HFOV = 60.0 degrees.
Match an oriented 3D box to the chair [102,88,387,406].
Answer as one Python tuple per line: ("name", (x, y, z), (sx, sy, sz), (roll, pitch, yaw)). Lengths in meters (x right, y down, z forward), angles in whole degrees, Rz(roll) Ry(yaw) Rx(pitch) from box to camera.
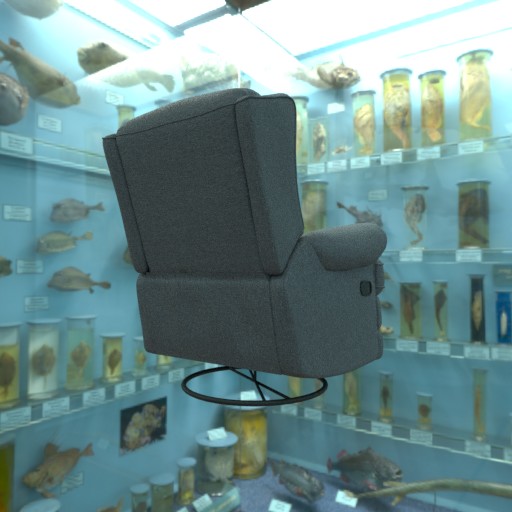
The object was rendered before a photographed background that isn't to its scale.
("chair", (0.000, 0.000, 1.761), (0.847, 1.011, 0.969), (-1, -2, 36))
